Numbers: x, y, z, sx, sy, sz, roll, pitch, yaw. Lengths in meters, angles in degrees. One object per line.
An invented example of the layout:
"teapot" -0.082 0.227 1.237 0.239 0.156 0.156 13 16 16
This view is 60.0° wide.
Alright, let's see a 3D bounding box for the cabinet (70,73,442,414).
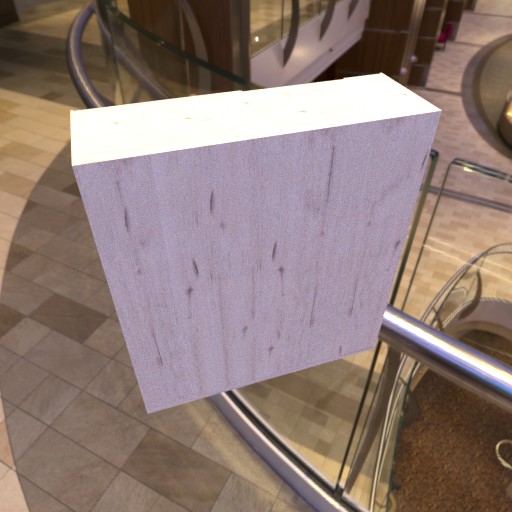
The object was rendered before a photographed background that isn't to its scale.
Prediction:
"cabinet" 0.000 0.000 3.224 2.000 2.180 0.660 -12 42 -14
